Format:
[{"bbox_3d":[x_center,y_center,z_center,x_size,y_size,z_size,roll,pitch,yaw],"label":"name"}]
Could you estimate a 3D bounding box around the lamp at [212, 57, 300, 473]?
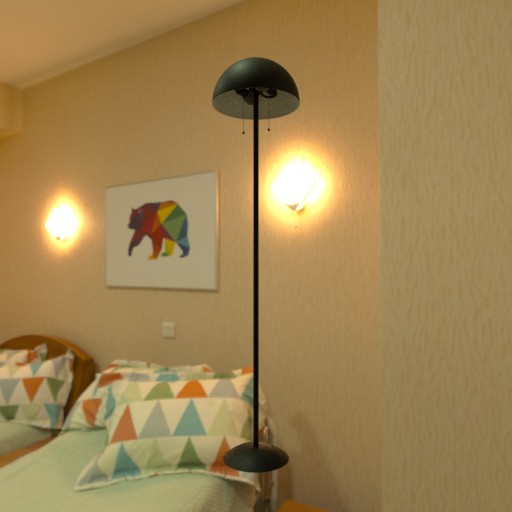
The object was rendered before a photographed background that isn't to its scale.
[{"bbox_3d":[0.000,0.000,1.647,0.328,1.480,0.328,0,-2,-1],"label":"lamp"}]
